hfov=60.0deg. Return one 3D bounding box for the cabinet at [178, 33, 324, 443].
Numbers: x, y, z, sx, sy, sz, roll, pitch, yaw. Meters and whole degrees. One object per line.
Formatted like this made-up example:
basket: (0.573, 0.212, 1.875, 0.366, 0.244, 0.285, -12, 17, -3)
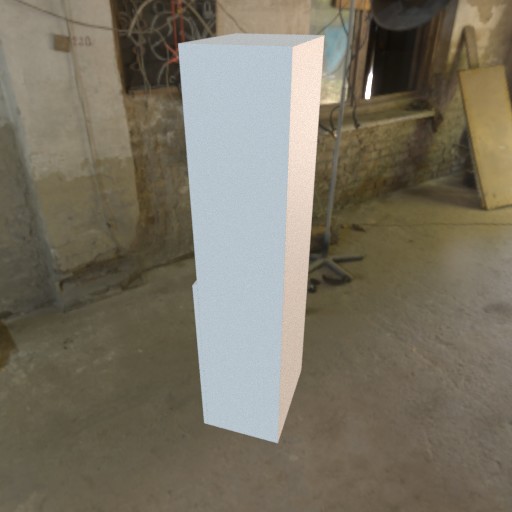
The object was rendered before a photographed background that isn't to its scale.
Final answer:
cabinet: (0.000, 0.000, 1.531, 0.300, 1.350, 0.400, 9, 31, 15)
